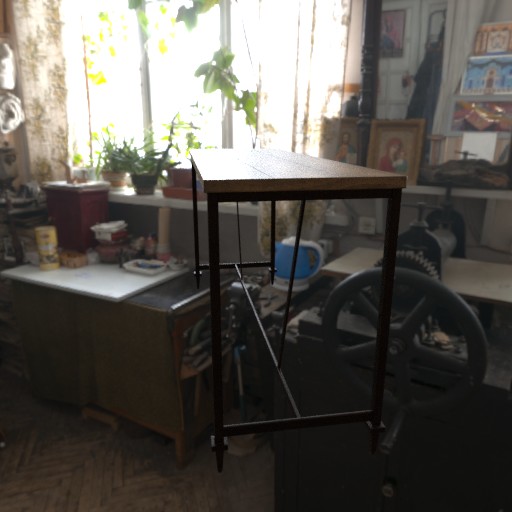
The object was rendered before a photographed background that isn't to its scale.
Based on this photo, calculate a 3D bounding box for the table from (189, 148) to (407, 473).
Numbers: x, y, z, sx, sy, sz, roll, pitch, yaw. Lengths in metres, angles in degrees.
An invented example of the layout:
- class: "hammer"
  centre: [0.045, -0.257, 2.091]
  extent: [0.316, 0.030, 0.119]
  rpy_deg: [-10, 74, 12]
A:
- class: "table"
  centre: [0.000, 0.000, 2.075]
  extent: [0.551, 0.902, 1.700]
  rpy_deg: [-3, 16, -9]
